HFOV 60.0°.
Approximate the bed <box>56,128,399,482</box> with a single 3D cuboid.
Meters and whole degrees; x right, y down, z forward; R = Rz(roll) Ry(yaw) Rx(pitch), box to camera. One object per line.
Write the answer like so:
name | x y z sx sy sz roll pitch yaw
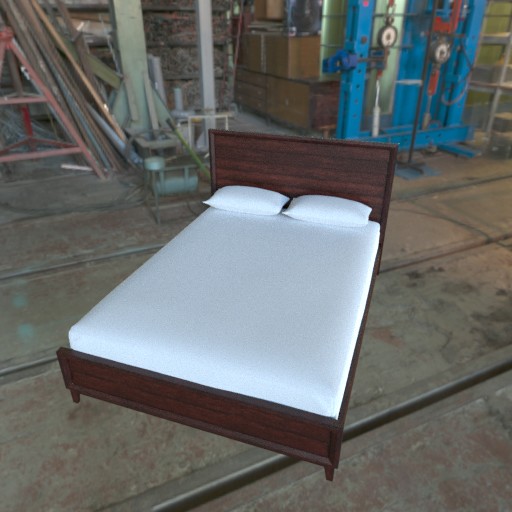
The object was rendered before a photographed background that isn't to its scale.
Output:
bed | 0.000 0.000 3.897 2.040 1.492 2.803 9 30 17
